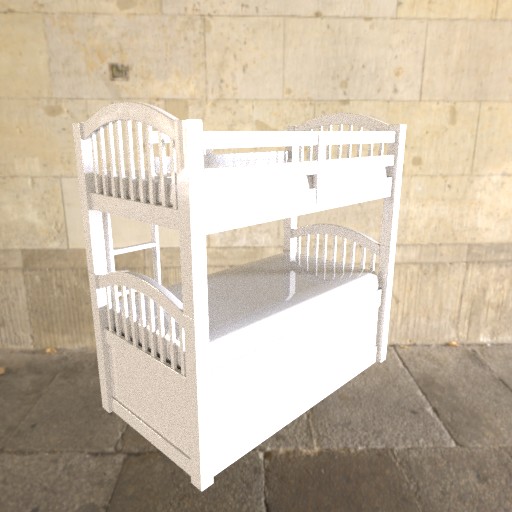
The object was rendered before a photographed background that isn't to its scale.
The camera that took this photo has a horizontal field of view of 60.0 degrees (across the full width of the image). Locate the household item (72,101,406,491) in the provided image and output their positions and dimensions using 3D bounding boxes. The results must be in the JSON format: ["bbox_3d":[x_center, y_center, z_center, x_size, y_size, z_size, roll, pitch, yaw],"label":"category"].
[{"bbox_3d":[0.000,0.000,3.220,1.143,2.032,2.032,15,21,42],"label":"household item"}]
